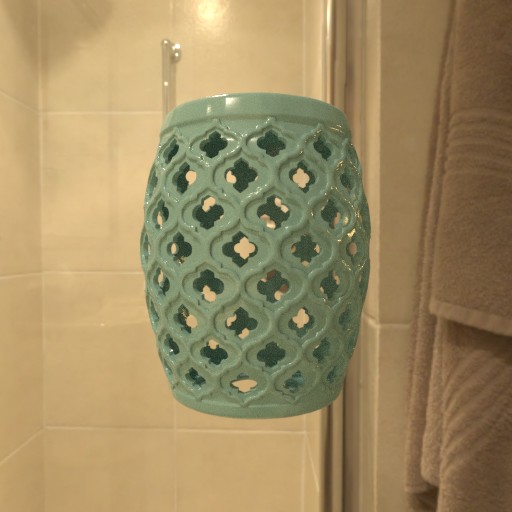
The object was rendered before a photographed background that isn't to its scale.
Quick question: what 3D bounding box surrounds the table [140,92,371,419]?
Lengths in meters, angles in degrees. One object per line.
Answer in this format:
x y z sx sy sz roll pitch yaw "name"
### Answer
0.000 0.000 0.644 0.325 0.388 0.325 0 1 0 "table"
